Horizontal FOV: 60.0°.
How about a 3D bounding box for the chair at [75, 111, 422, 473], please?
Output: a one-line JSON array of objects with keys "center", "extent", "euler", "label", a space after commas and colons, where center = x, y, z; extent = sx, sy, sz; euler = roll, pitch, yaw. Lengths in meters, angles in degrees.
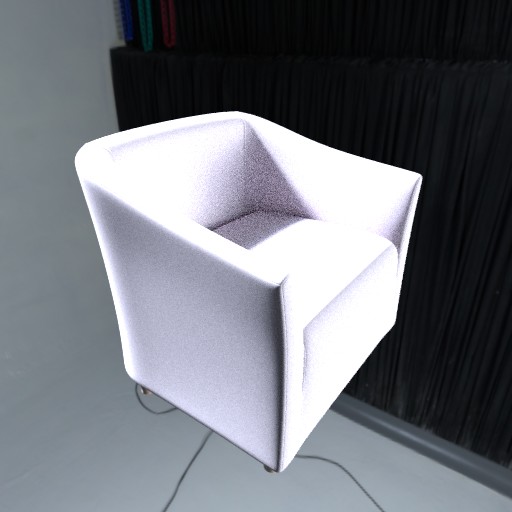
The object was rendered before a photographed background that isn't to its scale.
[{"center": [0.000, 0.000, 1.330], "extent": [0.700, 0.720, 0.790], "euler": [18, 32, 31], "label": "chair"}]
